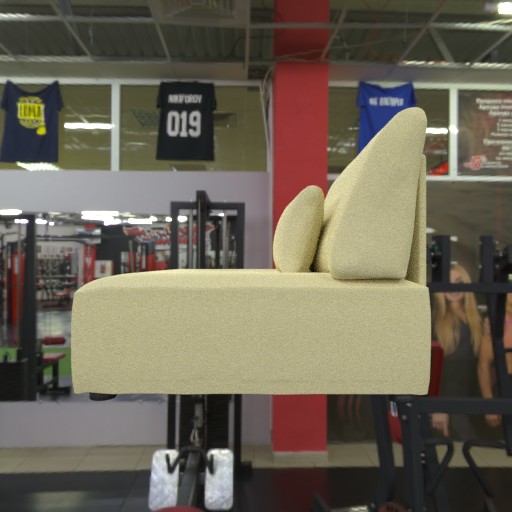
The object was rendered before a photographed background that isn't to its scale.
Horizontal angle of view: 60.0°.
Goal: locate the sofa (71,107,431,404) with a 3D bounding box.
[{"bbox_3d":[0.000,0.000,1.666,1.000,0.820,0.930,0,-1,1],"label":"sofa"}]
